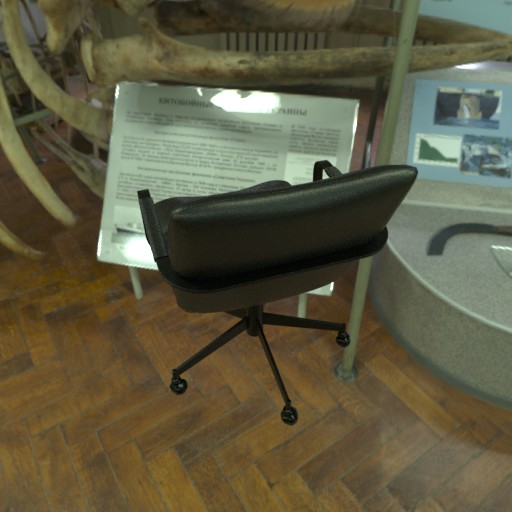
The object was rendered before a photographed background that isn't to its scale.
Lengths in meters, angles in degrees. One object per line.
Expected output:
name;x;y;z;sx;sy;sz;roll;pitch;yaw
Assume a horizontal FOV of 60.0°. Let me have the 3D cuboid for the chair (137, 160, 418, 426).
chair;0.000;0.000;1.473;0.719;0.922;0.748;-12;40;-15
